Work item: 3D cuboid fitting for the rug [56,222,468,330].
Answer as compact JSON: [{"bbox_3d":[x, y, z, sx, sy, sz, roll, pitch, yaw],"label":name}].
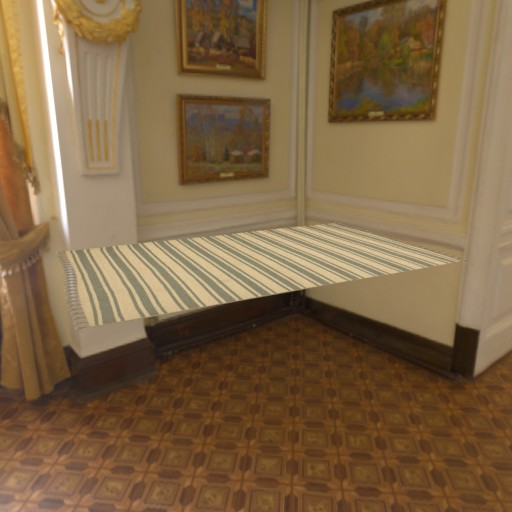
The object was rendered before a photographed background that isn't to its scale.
[{"bbox_3d":[0.000,0.000,2.566,2.084,0.009,1.222,-8,17,-25],"label":"rug"}]
